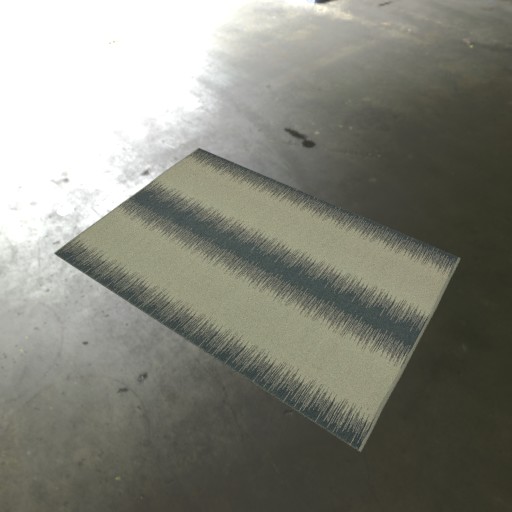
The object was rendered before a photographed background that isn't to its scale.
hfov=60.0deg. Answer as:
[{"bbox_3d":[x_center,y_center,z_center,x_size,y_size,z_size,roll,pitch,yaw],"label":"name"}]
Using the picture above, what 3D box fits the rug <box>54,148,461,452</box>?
[{"bbox_3d":[0.000,0.000,2.412,1.854,0.006,1.234,27,53,23],"label":"rug"}]
